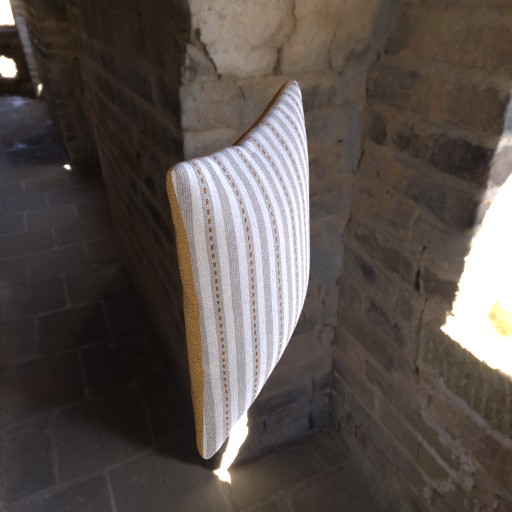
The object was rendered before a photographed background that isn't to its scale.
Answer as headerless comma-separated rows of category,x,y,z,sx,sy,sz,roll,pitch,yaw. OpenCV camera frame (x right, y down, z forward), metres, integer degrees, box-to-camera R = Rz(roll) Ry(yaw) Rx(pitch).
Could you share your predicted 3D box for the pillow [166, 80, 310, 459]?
pillow,0.000,0.000,0.674,0.147,0.437,0.432,9,33,15
